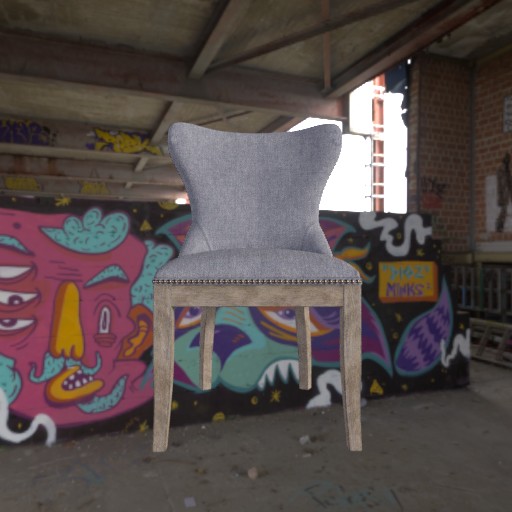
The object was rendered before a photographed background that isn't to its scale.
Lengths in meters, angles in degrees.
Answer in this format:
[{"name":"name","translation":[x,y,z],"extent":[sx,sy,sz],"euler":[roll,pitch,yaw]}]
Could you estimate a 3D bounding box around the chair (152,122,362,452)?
[{"name":"chair","translation":[0.000,0.000,1.467],"extent":[0.654,1.002,0.681],"euler":[0,0,-1]}]
